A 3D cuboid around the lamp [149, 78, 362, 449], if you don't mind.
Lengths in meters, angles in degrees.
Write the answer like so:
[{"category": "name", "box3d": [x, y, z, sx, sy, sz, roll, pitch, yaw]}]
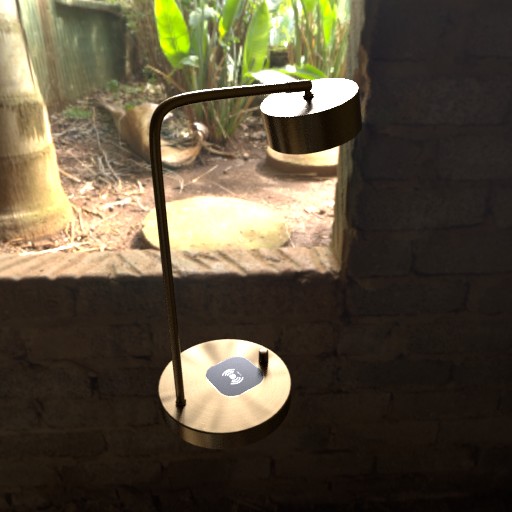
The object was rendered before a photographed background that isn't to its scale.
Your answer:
[{"category": "lamp", "box3d": [0.000, 0.000, 0.523, 0.270, 0.380, 0.171, -19, 33, -33]}]
